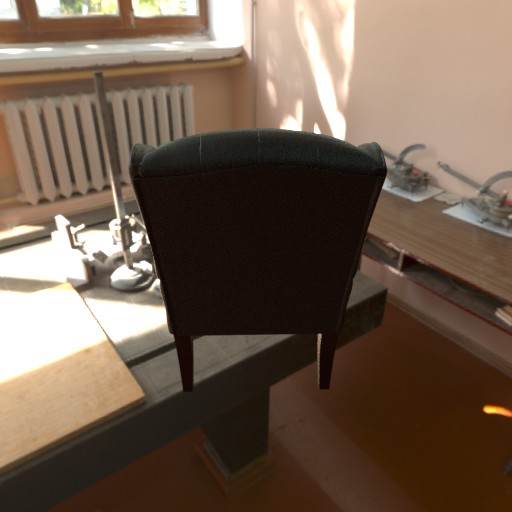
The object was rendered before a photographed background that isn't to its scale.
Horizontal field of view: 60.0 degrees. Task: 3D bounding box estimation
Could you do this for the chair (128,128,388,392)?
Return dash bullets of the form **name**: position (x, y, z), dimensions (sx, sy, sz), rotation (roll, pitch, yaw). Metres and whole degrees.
- **chair**: position (0.000, 0.000, 1.719), dimensions (0.831, 1.133, 0.822), rotation (-1, 30, -1)
